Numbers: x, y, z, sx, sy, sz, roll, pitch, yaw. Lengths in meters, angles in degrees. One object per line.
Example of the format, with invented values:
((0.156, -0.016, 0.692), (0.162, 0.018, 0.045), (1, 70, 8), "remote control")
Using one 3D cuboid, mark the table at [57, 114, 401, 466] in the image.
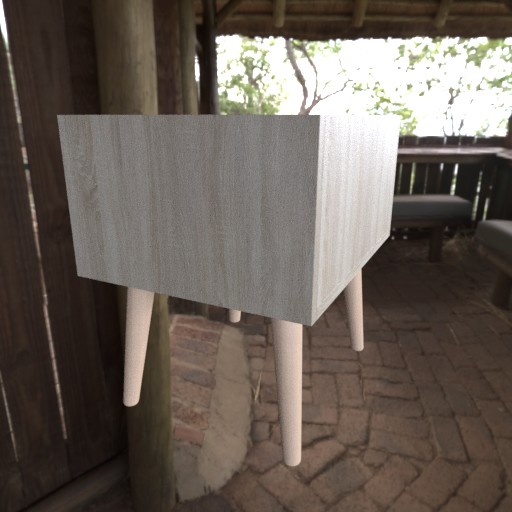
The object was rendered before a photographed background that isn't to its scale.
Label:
((0.000, 0.000, 0.776), (0.370, 0.470, 0.450), (9, 19, 26), "table")
